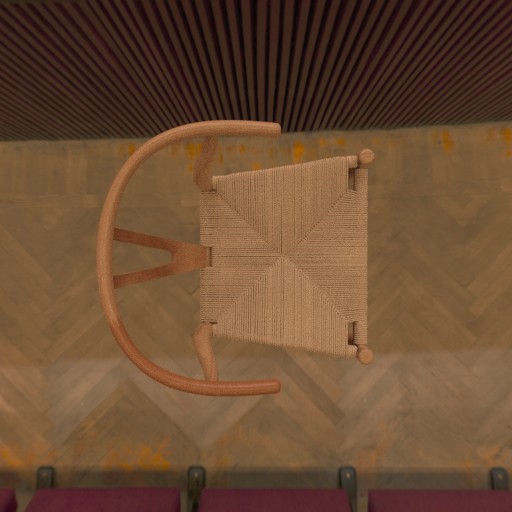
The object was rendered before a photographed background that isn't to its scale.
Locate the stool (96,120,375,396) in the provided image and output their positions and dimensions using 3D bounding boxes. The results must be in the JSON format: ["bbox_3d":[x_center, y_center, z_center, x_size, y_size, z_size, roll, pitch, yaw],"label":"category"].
[{"bbox_3d":[0.000,0.000,1.264,0.575,0.923,0.536,0,91,1],"label":"stool"}]
